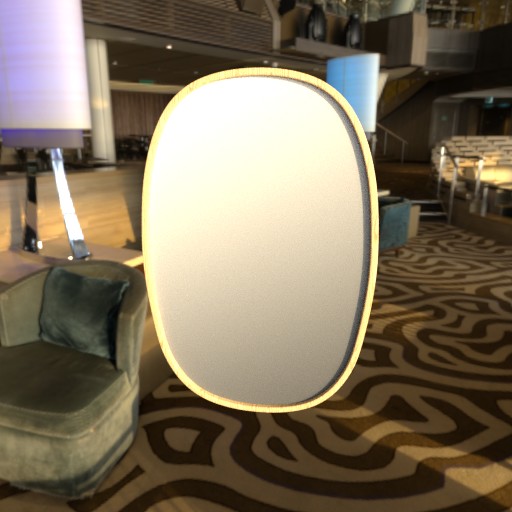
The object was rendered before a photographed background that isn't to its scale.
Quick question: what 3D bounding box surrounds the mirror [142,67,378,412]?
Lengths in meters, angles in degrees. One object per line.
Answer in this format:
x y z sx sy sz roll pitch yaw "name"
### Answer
0.000 0.000 1.367 0.724 1.075 0.037 2 15 9 "mirror"
